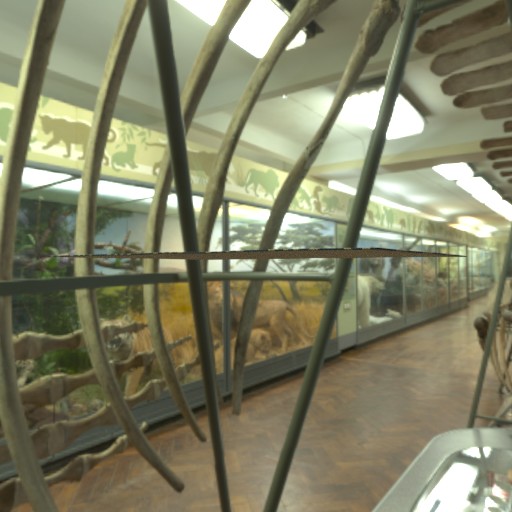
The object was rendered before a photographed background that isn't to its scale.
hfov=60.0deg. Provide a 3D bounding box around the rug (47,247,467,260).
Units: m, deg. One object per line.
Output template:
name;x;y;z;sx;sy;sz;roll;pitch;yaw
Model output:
rug;0.000;0.000;2.741;2.135;0.013;1.524;-1;-2;36
